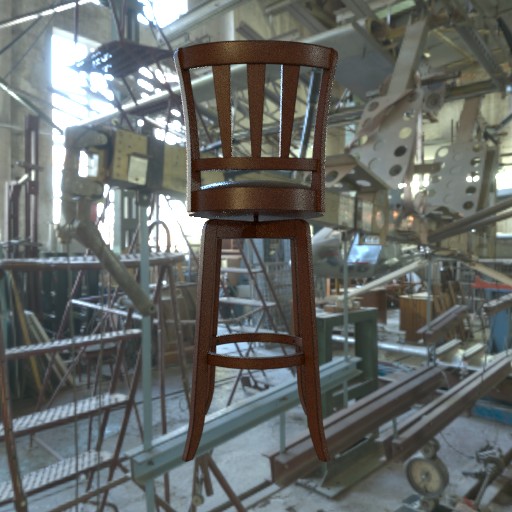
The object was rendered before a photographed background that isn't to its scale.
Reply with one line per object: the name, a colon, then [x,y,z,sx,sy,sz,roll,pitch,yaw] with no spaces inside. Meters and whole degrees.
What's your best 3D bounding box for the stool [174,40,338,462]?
stool: [0.000,0.000,1.423,0.464,1.177,0.503,0,1,0]
